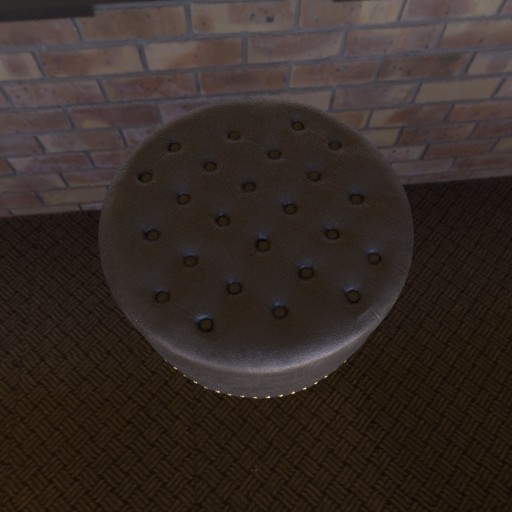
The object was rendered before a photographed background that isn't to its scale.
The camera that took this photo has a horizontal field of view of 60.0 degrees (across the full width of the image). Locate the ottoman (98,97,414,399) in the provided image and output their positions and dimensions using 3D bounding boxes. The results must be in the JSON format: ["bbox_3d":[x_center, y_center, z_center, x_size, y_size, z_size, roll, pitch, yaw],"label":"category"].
[{"bbox_3d":[0.000,0.000,1.069,0.637,0.442,0.637,0,64,0],"label":"ottoman"}]
